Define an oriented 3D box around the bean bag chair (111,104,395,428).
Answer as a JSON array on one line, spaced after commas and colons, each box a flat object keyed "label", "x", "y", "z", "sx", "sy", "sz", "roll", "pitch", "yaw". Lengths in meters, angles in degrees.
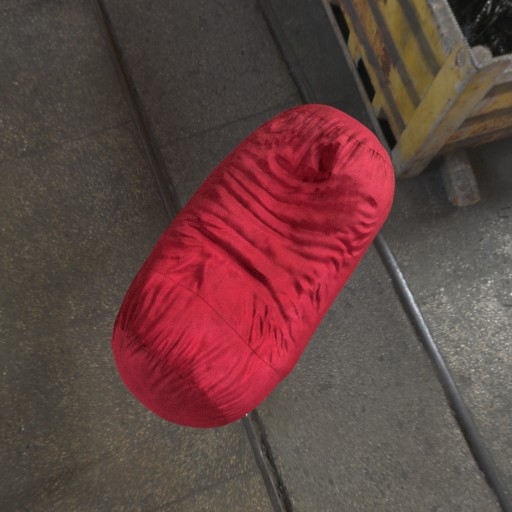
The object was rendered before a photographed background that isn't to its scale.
[{"label": "bean bag chair", "x": 0.000, "y": 0.000, "z": 2.904, "sx": 1.216, "sy": 0.867, "sz": 2.293, "roll": 35, "pitch": 78, "yaw": 8}]
